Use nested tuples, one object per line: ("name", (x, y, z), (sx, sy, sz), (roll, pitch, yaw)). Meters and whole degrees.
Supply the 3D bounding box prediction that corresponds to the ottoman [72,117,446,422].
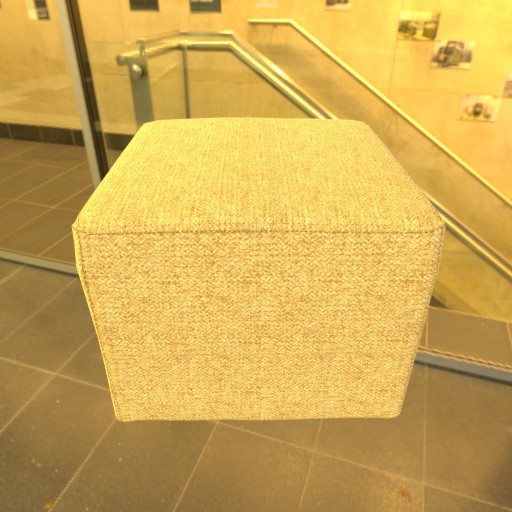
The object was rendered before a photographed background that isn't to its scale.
("ottoman", (0.000, 0.000, 0.880), (0.505, 0.441, 0.512), (0, 32, -1))
